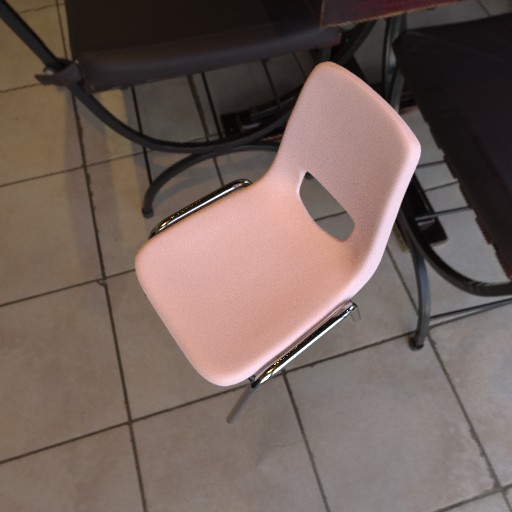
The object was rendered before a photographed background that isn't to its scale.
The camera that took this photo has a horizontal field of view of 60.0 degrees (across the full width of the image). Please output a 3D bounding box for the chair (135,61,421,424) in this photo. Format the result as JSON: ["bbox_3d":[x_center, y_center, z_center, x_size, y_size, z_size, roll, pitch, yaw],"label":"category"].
[{"bbox_3d":[0.000,0.000,0.768,0.385,0.536,0.354,-33,69,-14],"label":"chair"}]
